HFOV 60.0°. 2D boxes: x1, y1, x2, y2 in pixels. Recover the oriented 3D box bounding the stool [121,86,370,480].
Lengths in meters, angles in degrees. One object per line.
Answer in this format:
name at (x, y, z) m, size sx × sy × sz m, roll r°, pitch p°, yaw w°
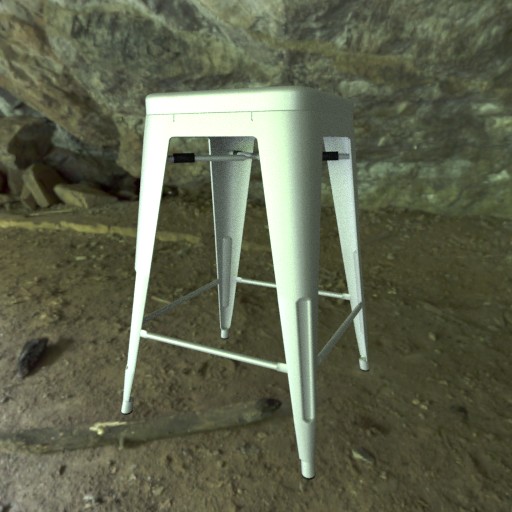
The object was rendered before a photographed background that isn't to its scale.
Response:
stool at (0.000, 0.000, 0.899) m, size 0.410 × 0.608 × 0.410 m, roll 7°, pitch 16°, yaw 26°
